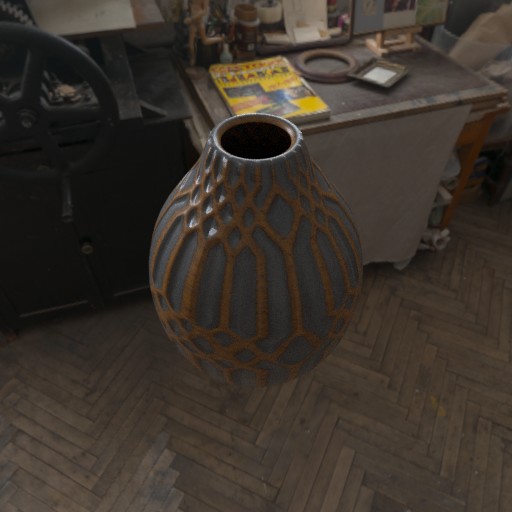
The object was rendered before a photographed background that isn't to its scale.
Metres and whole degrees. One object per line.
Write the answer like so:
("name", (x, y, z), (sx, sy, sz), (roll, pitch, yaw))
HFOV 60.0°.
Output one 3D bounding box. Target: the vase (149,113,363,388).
("vase", (0.000, 0.000, 0.142), (0.069, 0.088, 0.069), (0, 47, 0))
